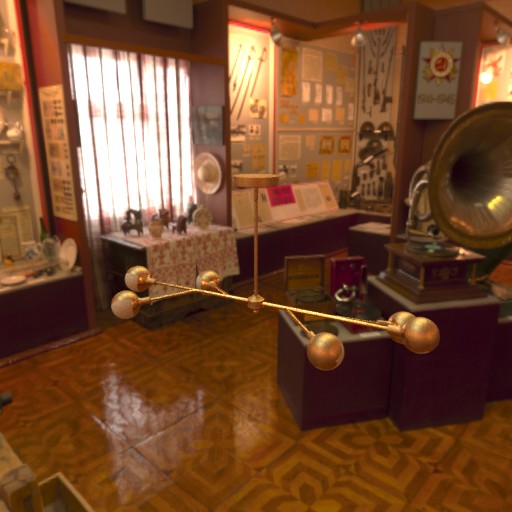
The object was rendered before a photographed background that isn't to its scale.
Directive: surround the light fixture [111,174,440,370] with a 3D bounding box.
[{"bbox_3d":[0.000,0.000,1.011,0.778,0.362,0.434,14,21,43],"label":"light fixture"}]
